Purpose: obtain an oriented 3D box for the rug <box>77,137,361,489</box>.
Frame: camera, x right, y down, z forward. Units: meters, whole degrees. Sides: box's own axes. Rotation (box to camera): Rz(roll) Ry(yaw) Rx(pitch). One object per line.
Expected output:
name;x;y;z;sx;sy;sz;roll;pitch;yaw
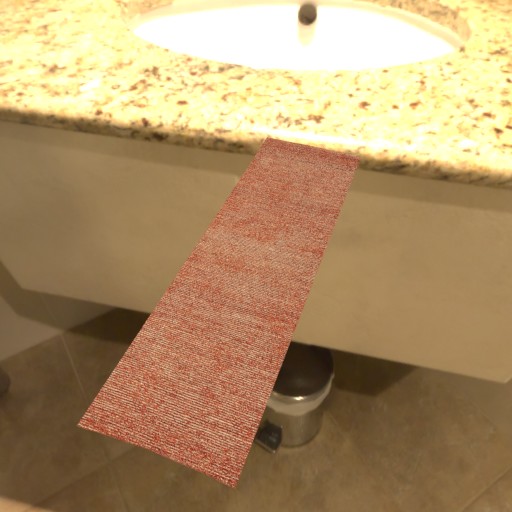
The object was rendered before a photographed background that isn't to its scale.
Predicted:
rug;0.000;0.000;2.523;0.718;0.013;2.353;16;49;14
